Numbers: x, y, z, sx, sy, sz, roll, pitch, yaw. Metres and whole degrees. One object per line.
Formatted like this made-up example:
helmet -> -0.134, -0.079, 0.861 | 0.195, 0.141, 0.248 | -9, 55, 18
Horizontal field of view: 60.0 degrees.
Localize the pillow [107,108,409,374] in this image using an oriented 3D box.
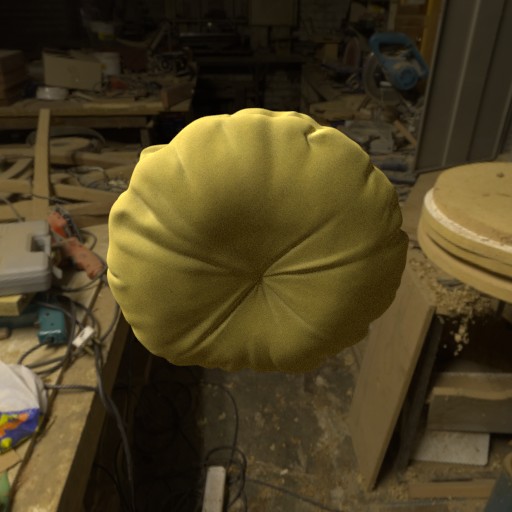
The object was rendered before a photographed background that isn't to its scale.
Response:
pillow -> 0.000, 0.000, 0.636 | 0.428, 0.407, 0.148 | -1, 30, -2
